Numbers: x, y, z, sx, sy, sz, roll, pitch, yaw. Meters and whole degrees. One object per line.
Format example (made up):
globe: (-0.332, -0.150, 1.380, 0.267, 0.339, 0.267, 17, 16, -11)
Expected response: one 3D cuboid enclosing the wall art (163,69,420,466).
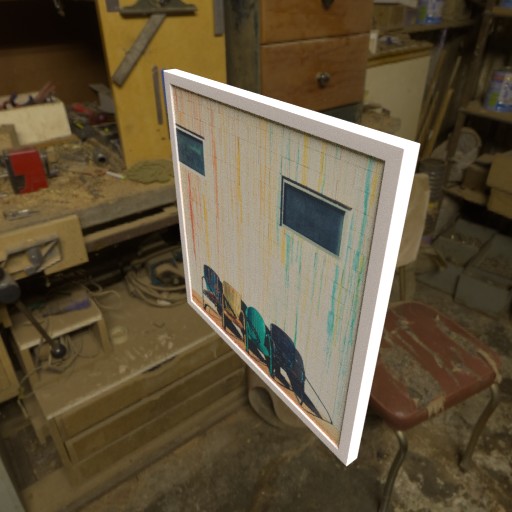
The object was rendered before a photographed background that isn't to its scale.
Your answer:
wall art: (0.000, 0.000, 1.099, 0.036, 0.760, 0.760, -21, 38, -30)
